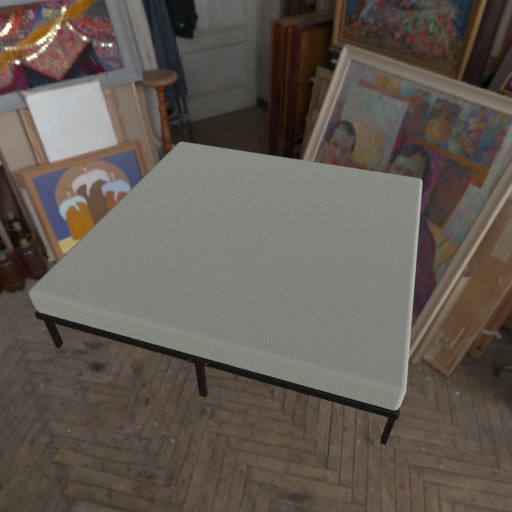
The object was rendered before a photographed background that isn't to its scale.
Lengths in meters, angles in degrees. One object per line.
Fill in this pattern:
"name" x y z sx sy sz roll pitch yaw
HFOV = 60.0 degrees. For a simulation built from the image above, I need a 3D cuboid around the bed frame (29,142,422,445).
"bed frame" 0.000 0.000 3.942 2.635 0.680 2.526 12 42 14
